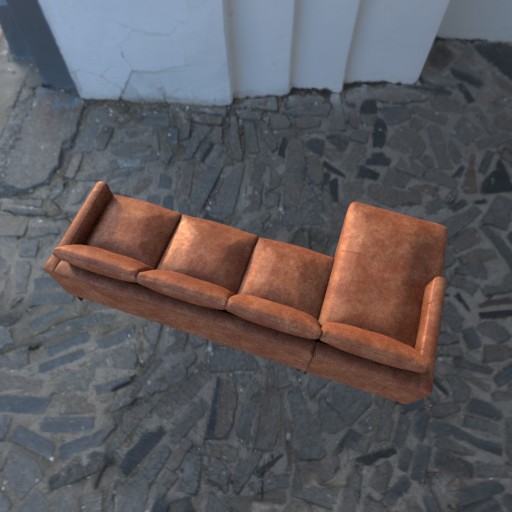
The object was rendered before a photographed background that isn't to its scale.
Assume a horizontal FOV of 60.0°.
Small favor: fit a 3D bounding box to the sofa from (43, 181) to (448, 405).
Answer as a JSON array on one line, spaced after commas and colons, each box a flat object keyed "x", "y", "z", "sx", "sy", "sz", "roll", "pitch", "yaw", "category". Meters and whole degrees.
[{"x": 0.000, "y": 0.000, "z": 3.704, "sx": 2.993, "sy": 0.859, "sz": 1.471, "roll": 16, "pitch": 64, "yaw": 8, "category": "sofa"}]
